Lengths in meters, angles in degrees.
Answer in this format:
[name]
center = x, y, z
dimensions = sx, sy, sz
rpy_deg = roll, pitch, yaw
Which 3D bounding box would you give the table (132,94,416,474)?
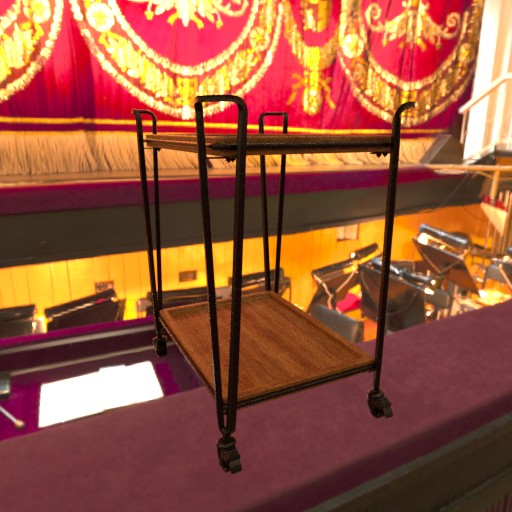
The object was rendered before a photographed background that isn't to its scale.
[table]
center = 0.000, 0.000, 1.224
dimensions = 0.505, 0.785, 0.672
rpy_deg = -8, 18, -25
